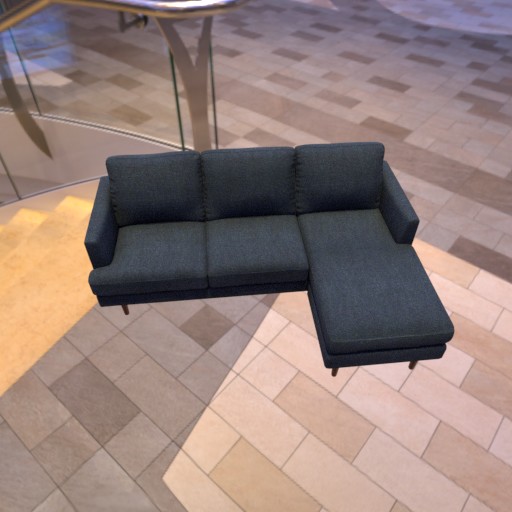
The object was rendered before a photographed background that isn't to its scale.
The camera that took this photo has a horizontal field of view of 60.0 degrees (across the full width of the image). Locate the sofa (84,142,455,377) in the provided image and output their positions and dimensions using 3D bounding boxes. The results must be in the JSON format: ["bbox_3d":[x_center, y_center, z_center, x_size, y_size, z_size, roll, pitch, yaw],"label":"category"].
[{"bbox_3d":[0.000,0.000,3.041,2.233,0.956,1.504,-4,45,-4],"label":"sofa"}]
